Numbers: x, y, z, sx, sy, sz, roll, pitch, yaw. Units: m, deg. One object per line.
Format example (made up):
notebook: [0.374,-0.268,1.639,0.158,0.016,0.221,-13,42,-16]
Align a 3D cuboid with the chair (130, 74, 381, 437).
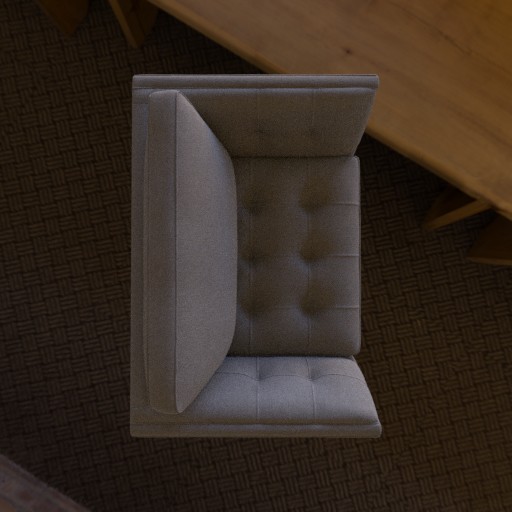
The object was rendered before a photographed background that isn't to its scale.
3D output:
chair: [0.000,0.000,2.002,0.965,0.942,1.396,0,89,0]
